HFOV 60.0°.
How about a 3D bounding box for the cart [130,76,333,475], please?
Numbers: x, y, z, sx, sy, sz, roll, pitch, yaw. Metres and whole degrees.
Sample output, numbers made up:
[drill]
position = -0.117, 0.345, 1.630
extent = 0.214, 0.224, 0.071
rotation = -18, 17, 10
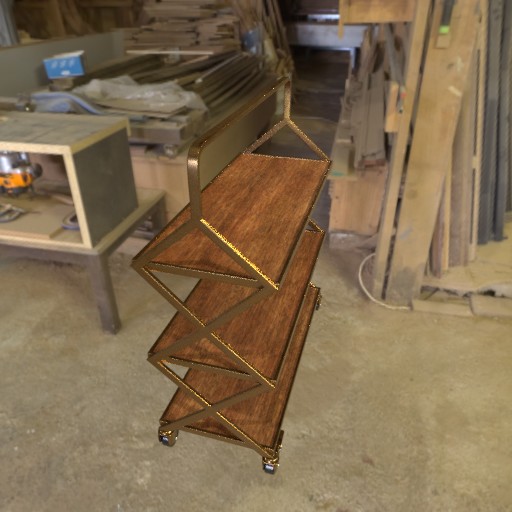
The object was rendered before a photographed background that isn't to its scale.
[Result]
[cart]
position = 0.000, 0.000, 1.184
extent = 0.313, 0.805, 0.723
rotation = 9, 32, 14
